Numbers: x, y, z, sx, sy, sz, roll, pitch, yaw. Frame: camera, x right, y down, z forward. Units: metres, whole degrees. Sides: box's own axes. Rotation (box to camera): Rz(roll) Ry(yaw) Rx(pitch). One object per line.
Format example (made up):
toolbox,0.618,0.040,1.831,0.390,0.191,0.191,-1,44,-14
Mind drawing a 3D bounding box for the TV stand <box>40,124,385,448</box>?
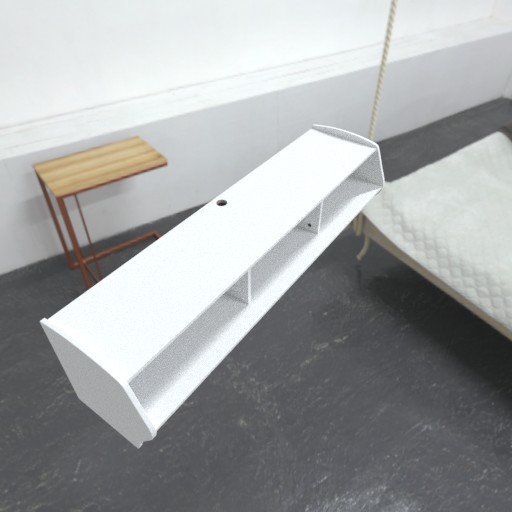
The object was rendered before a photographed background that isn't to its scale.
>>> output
TV stand,0.000,0.000,1.698,0.397,0.424,1.473,26,48,26
